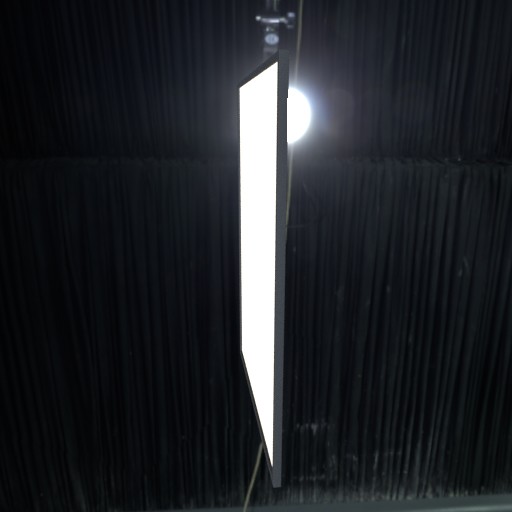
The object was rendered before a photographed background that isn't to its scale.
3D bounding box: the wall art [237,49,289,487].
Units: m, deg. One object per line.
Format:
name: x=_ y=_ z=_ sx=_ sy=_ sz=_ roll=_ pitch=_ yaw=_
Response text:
wall art: x=0.000 y=0.000 z=0.850 sx=0.013 sy=0.657 sz=0.457 roll=-2 pitch=16 yaw=-8
